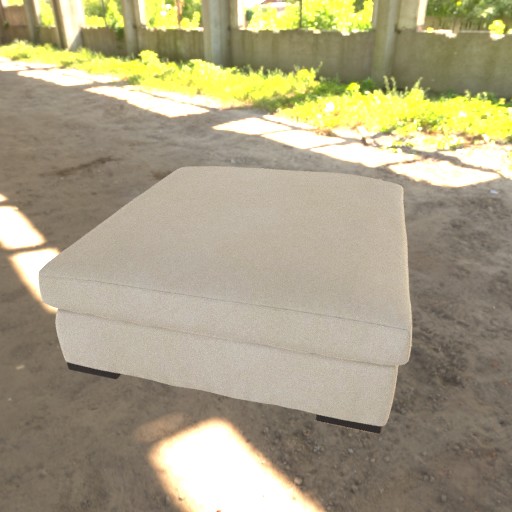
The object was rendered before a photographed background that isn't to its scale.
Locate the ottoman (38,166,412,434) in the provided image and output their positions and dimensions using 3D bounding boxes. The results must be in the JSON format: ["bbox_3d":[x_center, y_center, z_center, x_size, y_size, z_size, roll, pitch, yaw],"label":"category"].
[{"bbox_3d":[0.000,0.000,1.867,1.190,0.522,1.205,7,29,13],"label":"ottoman"}]
